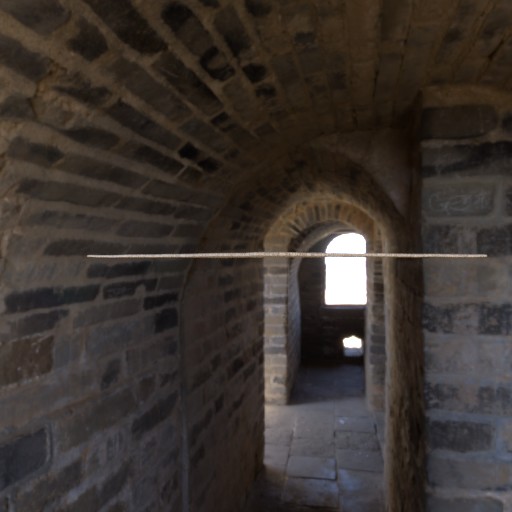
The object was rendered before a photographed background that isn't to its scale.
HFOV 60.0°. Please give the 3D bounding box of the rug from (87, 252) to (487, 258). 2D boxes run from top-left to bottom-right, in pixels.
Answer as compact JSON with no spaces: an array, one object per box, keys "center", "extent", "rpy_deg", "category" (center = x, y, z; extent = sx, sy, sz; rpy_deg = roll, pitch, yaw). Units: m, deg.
[{"center":[0.000,0.000,2.341],"extent":[1.211,0.018,1.822],"rpy_deg":[0,0,-37],"category":"rug"}]
